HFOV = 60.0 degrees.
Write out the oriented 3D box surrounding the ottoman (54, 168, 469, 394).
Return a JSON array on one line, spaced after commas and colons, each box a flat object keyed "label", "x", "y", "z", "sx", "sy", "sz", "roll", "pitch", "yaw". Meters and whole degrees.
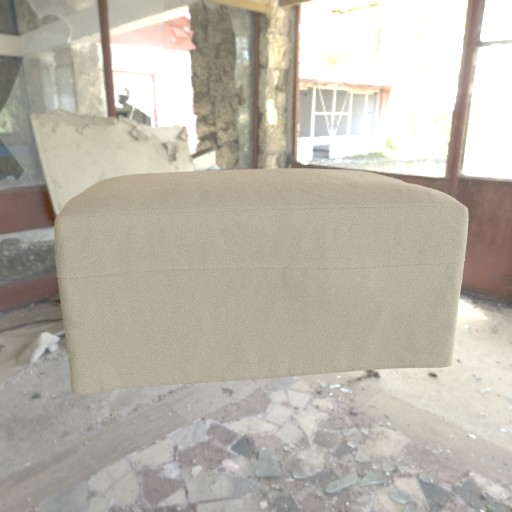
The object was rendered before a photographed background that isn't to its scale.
[{"label": "ottoman", "x": 0.000, "y": 0.000, "z": 1.178, "sx": 0.872, "sy": 0.444, "sz": 0.590, "roll": -2, "pitch": 17, "yaw": -7}]
